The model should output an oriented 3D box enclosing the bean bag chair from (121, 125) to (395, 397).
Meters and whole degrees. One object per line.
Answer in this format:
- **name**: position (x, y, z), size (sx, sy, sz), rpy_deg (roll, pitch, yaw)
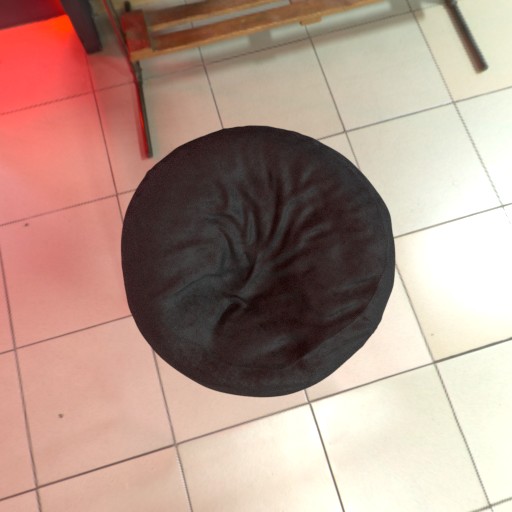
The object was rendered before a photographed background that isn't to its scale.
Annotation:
- **bean bag chair**: position (0.000, 0.000, 2.488), size (1.525, 0.751, 1.525), rpy_deg (0, 76, 0)
